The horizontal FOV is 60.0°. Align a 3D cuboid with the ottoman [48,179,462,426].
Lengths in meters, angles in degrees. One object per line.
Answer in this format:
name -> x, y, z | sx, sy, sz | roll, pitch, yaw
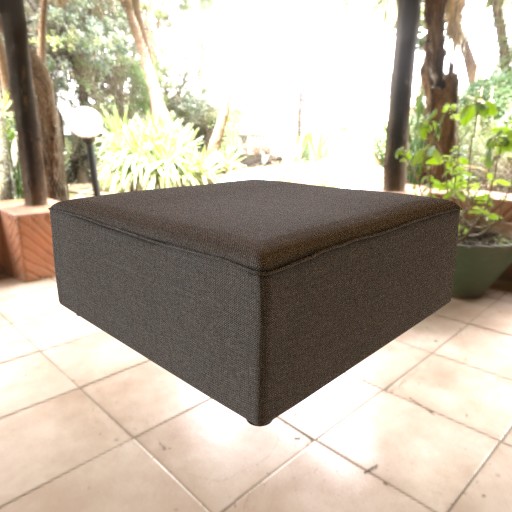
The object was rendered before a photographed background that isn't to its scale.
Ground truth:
ottoman -> 0.000, 0.000, 1.538 | 1.023, 0.423, 1.017 | 15, 22, 43
